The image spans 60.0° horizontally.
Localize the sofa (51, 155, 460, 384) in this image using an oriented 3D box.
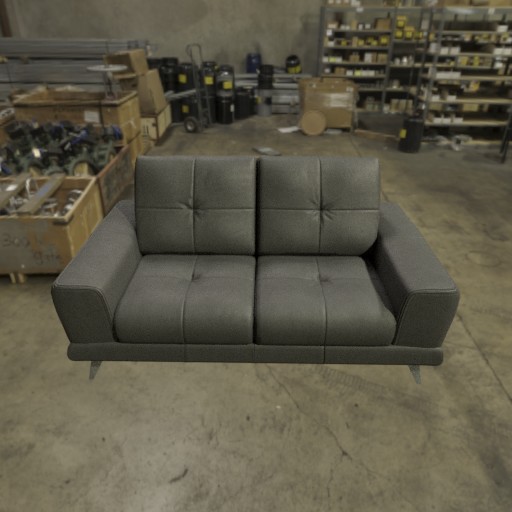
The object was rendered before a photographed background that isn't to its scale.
[{"bbox_3d":[0.000,0.000,2.357,1.806,0.907,1.018,1,29,1],"label":"sofa"}]
